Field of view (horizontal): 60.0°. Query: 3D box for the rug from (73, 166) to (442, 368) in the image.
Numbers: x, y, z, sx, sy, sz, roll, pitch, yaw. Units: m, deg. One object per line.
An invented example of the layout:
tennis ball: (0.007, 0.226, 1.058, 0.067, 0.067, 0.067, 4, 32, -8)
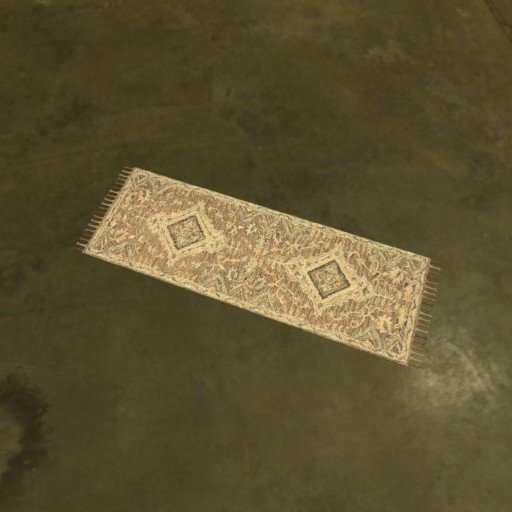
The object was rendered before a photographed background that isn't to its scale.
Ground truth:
rug: (0.000, 0.000, 2.862, 2.378, 0.018, 1.324, 33, 68, 15)
